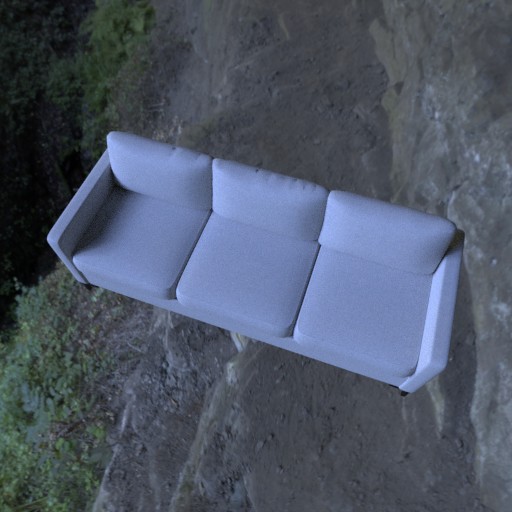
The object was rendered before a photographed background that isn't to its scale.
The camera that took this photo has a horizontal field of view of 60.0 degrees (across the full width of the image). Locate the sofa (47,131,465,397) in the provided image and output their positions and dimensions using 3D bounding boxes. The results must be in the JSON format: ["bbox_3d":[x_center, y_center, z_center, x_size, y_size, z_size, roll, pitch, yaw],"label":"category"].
[{"bbox_3d":[0.000,0.000,2.668,2.218,0.874,0.859,17,62,9],"label":"sofa"}]
